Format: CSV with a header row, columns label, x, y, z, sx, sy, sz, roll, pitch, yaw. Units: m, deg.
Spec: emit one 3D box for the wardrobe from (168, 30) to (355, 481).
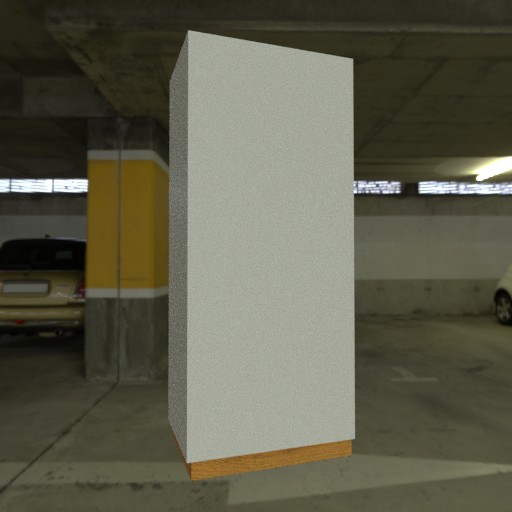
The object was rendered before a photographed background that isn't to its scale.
label,x,y,z,sx,sy,sz,roll,pitch,yaw
wardrobe,0.000,0.000,2.423,0.860,2.040,0.600,0,-1,-19
